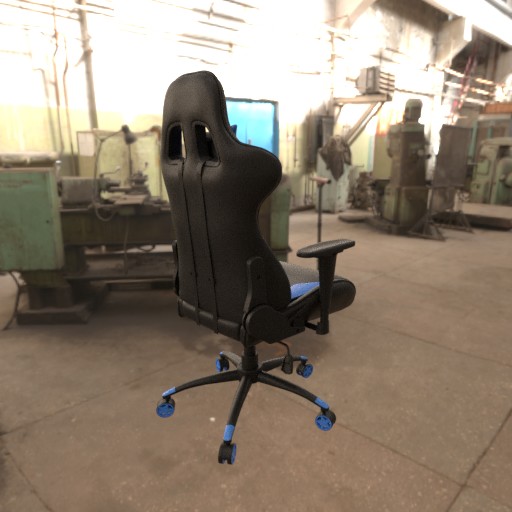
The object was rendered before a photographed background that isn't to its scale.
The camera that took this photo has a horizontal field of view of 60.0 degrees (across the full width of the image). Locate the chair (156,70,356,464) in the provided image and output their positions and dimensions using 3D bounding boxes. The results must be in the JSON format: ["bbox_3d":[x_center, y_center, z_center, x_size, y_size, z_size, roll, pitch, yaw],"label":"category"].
[{"bbox_3d":[0.000,0.000,1.725,0.730,1.282,0.695,-13,19,-42],"label":"chair"}]
